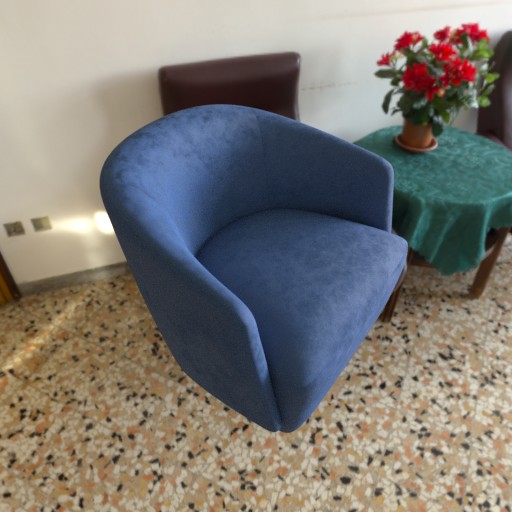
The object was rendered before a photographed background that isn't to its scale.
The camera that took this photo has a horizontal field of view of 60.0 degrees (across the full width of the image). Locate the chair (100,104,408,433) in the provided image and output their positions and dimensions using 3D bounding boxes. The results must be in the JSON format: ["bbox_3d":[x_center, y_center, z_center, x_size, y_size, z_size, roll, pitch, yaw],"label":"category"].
[{"bbox_3d":[0.000,0.000,1.360,0.767,0.698,0.773,25,47,26],"label":"chair"}]
